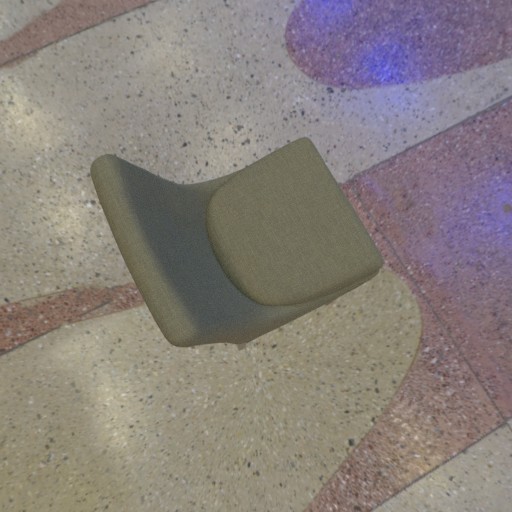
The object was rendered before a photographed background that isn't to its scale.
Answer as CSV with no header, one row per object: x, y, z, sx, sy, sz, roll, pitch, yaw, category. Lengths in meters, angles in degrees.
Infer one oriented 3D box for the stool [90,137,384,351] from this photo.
0.000,0.000,1.376,0.577,1.078,0.470,-27,77,-7,stool
